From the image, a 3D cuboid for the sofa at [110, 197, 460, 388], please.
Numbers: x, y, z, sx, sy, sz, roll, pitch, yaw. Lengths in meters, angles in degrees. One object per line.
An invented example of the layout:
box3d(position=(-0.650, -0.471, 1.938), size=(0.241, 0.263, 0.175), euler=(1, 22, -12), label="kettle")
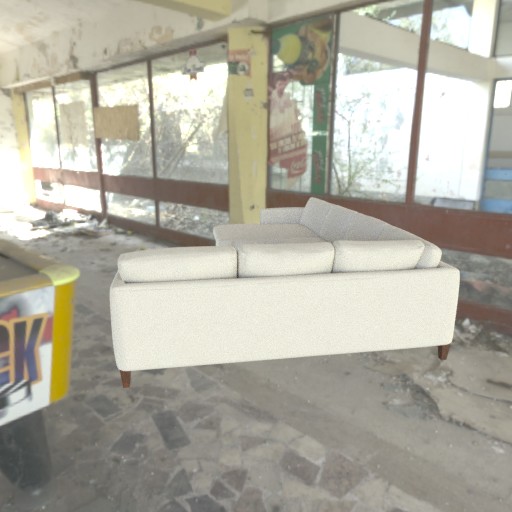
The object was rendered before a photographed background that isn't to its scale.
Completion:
box3d(position=(0.000, 0.000, 4.805), size=(2.593, 0.956, 3.459), euler=(-2, 14, -9), label="sofa")
